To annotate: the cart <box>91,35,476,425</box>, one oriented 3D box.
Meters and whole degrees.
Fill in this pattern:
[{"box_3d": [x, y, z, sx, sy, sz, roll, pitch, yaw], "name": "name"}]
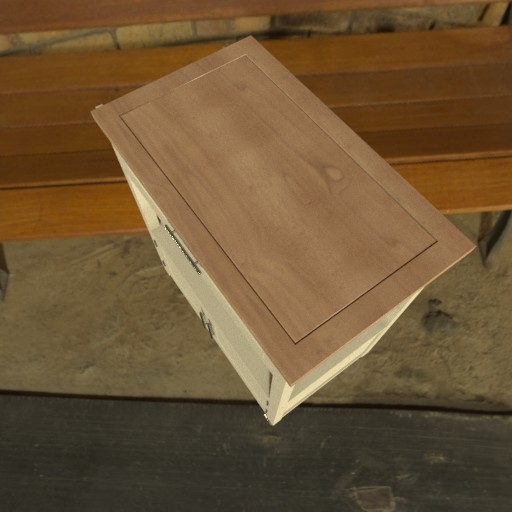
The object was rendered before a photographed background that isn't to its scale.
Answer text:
[{"box_3d": [0.000, 0.000, 1.362, 0.459, 0.901, 0.840, -33, 67, -15], "name": "cart"}]
